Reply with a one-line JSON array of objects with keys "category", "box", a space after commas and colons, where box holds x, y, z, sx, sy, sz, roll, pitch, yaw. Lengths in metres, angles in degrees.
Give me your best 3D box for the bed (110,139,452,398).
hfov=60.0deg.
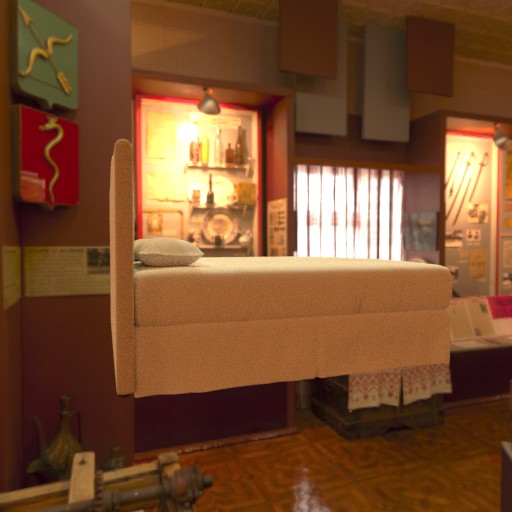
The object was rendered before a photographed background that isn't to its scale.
[{"category": "bed", "box": [0.000, 0.000, 3.508, 2.182, 1.421, 2.083, -1, 2, -19]}]
